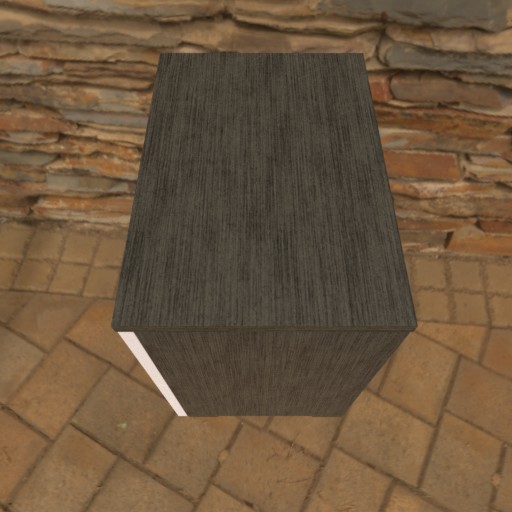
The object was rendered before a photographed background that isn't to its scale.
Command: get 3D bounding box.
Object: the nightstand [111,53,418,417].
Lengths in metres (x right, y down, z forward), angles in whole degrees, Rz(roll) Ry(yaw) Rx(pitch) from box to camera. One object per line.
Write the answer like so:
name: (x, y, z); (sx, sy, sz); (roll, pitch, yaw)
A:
nightstand: (0.000, 0.000, 0.755); (0.325, 0.460, 0.441); (0, 59, 0)
